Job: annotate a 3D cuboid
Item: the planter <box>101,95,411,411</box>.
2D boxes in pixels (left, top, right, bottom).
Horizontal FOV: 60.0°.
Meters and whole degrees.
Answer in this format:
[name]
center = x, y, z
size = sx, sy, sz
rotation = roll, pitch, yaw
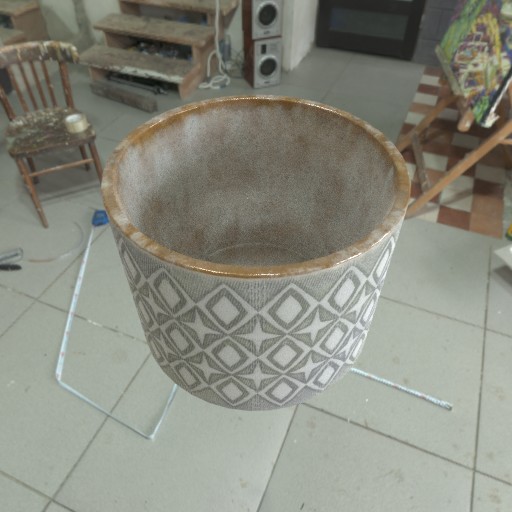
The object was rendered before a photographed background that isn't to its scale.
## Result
[planter]
center = 0.000, 0.000, 0.453
size = 0.255, 0.223, 0.255
rotation = 0, 46, 0
